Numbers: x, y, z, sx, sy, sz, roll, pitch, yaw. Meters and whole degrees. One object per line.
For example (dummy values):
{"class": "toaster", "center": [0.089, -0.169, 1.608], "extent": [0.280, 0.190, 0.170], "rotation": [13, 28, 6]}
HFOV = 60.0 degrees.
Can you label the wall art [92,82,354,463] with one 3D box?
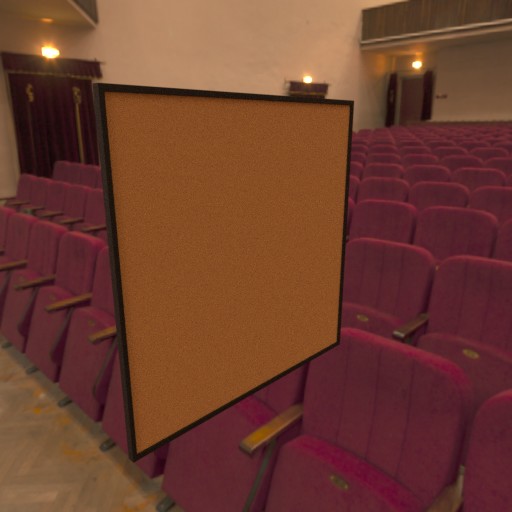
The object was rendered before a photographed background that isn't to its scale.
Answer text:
{"class": "wall art", "center": [0.000, 0.000, 0.665], "extent": [0.458, 0.457, 0.013], "rotation": [-16, 22, -43]}
